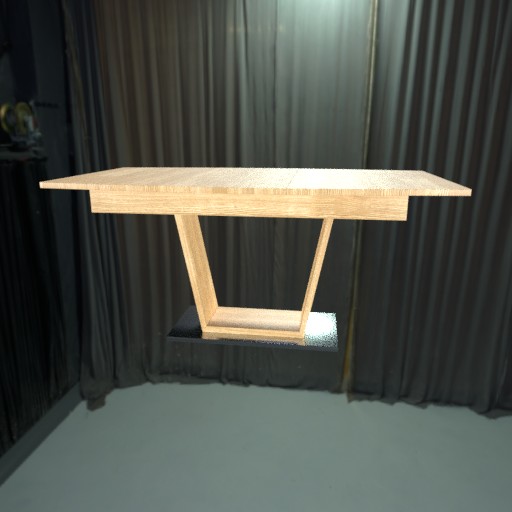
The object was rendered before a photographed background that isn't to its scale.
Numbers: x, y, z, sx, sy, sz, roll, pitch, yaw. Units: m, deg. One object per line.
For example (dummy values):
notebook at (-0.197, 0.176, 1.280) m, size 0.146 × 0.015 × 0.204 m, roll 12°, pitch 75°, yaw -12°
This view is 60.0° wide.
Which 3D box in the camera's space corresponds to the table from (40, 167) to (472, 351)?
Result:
table at (0.000, 0.000, 2.090) m, size 1.598 × 0.748 × 0.900 m, roll 2°, pitch 16°, yaw 8°
